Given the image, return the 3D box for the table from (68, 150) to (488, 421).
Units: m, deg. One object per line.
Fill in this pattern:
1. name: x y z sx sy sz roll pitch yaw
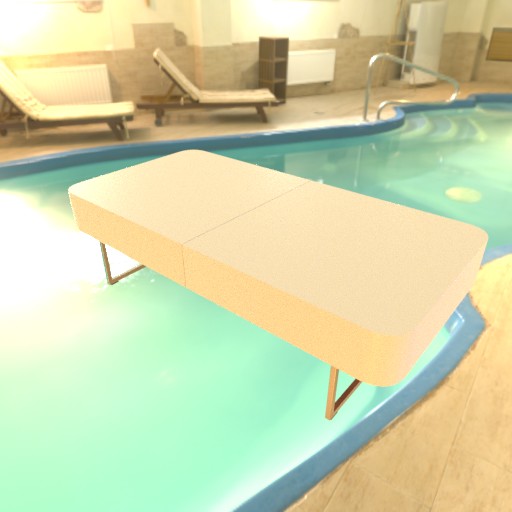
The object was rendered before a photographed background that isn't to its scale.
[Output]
1. table: 0.000 0.000 1.430 1.200 0.340 0.600 23 37 34
